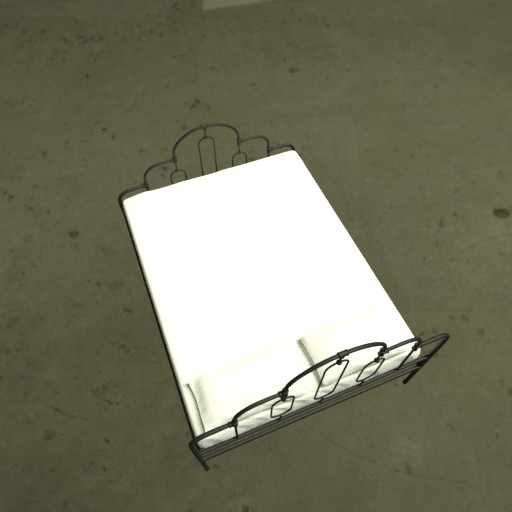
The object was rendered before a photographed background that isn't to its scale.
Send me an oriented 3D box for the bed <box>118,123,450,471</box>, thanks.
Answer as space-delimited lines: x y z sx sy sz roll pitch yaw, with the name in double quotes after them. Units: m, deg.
0.000 0.000 3.157 1.640 1.429 2.163 -19 59 -12 "bed"
